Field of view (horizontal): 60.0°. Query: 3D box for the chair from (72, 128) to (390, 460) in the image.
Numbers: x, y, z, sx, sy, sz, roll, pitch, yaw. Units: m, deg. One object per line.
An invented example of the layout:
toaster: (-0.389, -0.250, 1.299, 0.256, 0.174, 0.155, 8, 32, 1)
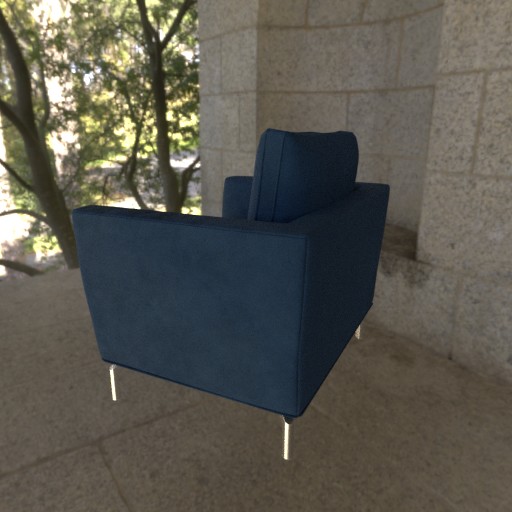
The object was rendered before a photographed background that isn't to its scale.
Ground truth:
chair: (0.000, 0.000, 1.604, 0.746, 0.893, 0.977, 8, 18, 25)
